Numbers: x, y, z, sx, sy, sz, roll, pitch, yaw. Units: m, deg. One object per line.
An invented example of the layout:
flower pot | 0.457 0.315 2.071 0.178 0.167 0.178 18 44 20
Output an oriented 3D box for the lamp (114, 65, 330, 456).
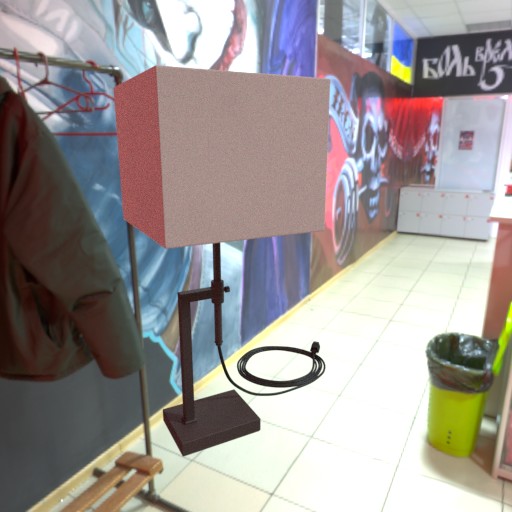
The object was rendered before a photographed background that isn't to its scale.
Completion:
lamp | 0.000 0.000 0.937 0.504 0.660 0.399 -8 16 -27
